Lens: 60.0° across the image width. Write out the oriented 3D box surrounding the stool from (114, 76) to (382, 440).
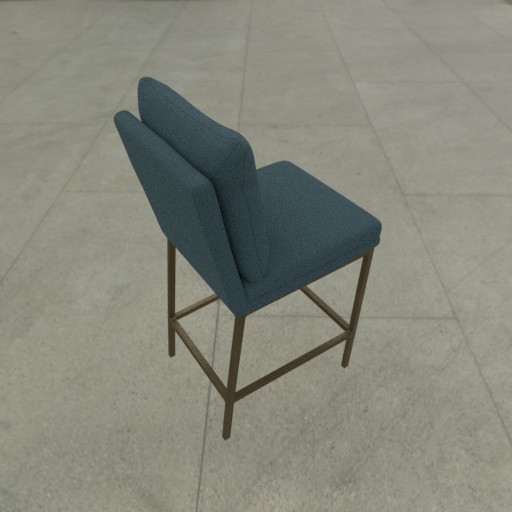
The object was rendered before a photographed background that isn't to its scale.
[{"bbox_3d":[0.000,0.000,1.357,0.568,1.032,0.463,-24,46,-26],"label":"stool"}]
